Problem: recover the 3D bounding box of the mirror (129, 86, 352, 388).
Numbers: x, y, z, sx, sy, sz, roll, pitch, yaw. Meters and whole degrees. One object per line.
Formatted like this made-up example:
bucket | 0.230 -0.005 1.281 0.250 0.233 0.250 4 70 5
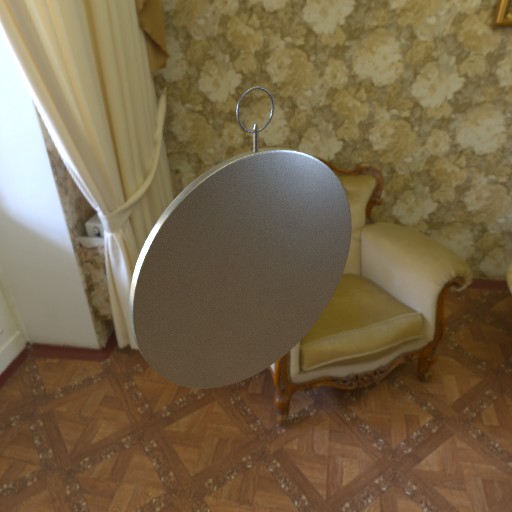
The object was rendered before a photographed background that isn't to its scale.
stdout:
mirror | 0.000 0.000 0.981 0.594 0.713 0.020 -21 37 -30
